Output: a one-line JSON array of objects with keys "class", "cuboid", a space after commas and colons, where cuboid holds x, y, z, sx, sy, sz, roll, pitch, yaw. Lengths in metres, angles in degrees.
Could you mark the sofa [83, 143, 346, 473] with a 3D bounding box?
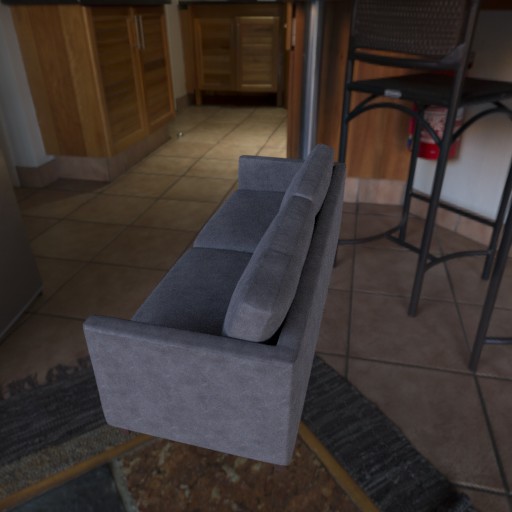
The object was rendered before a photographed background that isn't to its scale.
[{"class": "sofa", "cuboid": [0.000, 0.000, 2.910, 0.951, 0.965, 2.434, 8, 31, 13]}]
